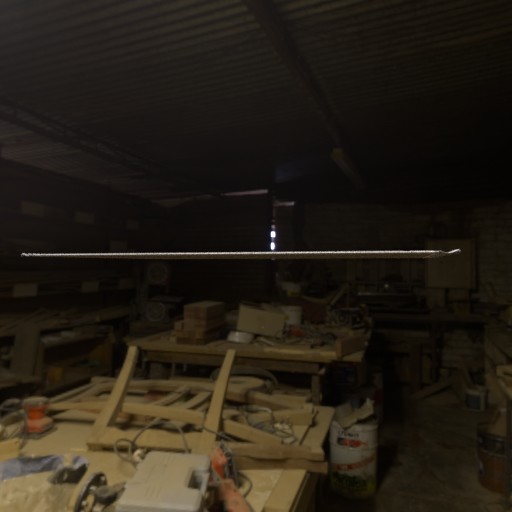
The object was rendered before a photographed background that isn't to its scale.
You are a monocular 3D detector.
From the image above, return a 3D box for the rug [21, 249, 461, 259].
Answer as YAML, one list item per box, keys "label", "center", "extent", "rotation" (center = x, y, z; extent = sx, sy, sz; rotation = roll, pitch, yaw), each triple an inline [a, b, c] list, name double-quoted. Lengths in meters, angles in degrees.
- label: "rug"
  center: [0.000, 0.000, 2.939]
  extent: [2.312, 0.017, 1.613]
  rotation: [0, -1, 19]
